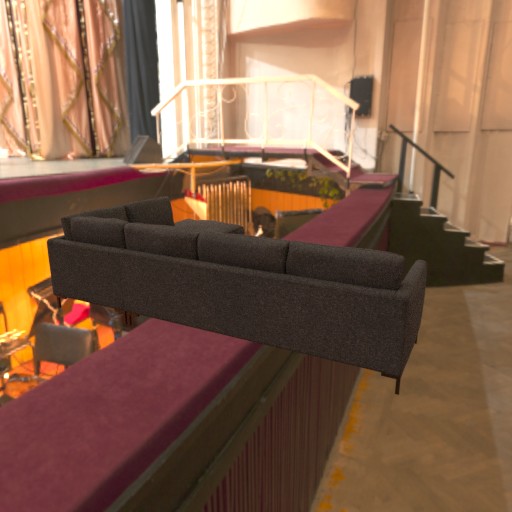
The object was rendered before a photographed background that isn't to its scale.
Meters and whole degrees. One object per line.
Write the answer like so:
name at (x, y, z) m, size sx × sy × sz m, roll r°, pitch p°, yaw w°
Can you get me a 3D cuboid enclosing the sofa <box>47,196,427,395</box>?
sofa at (0.000, 0.000, 3.934) m, size 2.949 × 0.815 × 2.007 m, roll 8°, pitch 18°, yaw 26°
